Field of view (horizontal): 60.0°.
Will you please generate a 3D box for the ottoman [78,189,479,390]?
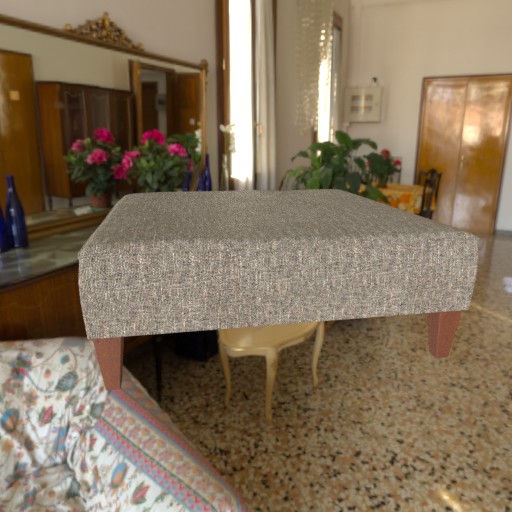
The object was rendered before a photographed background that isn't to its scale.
[{"bbox_3d":[0.000,0.000,1.534,0.981,0.379,1.016,-3,15,-10],"label":"ottoman"}]
